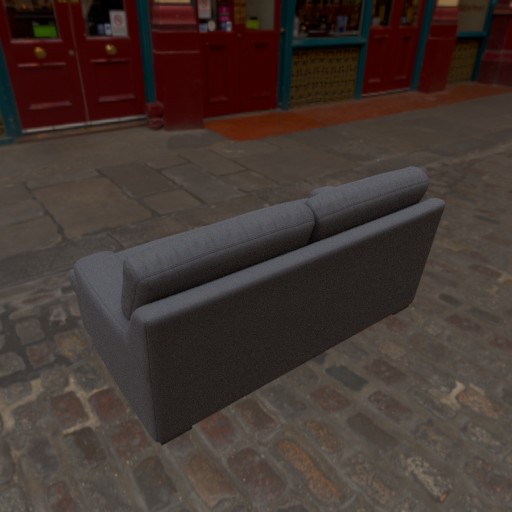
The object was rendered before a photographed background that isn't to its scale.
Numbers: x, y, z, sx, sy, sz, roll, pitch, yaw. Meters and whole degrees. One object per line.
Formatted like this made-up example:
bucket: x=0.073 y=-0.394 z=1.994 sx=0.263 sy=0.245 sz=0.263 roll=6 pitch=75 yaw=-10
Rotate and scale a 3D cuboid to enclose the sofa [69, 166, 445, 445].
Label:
sofa: x=0.000 y=0.000 z=2.528 sx=1.880 sy=0.940 sz=1.143 roll=-20 pitch=35 yaw=-31
